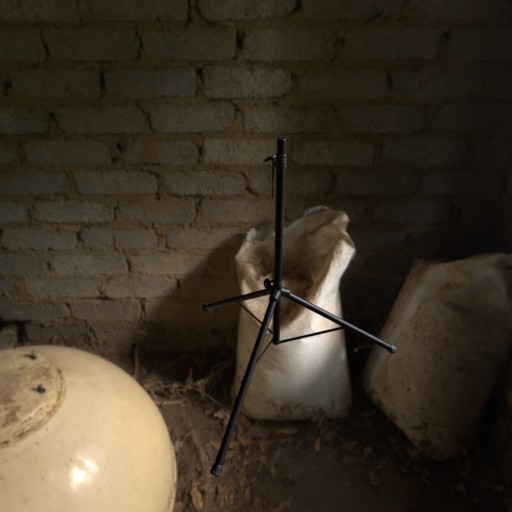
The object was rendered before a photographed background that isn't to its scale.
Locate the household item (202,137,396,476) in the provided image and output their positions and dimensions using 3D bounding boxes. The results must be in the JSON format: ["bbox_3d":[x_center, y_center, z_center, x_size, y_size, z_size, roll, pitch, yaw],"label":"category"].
[{"bbox_3d":[0.000,0.000,2.826,1.596,1.595,1.339,-21,36,-32],"label":"household item"}]
